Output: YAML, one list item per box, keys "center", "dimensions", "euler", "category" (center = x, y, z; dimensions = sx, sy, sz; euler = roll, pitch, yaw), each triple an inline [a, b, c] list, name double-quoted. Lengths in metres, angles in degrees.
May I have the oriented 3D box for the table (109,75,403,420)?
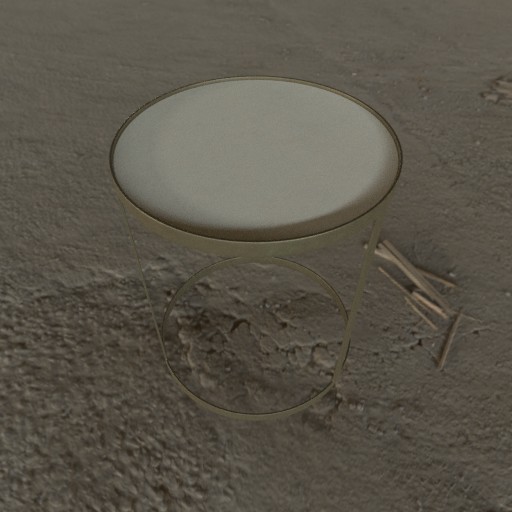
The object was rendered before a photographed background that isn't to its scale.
- center: [0.000, 0.000, 0.947]
  dimensions: [0.480, 0.565, 0.480]
  euler: [0, 47, 0]
  category: "table"
